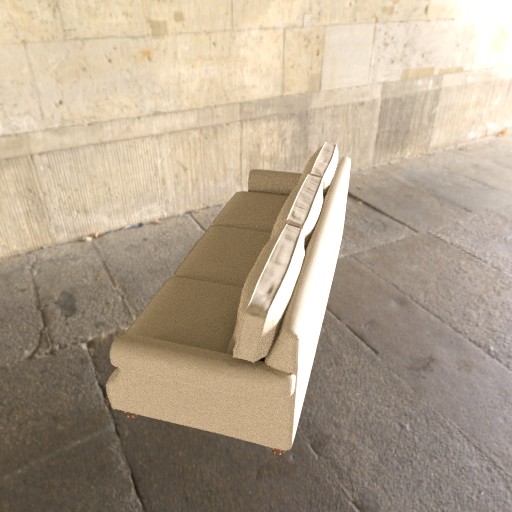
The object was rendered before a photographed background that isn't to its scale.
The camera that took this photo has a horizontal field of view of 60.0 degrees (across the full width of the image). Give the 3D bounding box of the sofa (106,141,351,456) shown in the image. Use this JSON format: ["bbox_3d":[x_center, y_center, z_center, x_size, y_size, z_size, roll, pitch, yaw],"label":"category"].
[{"bbox_3d":[0.000,0.000,2.886,0.966,0.948,2.354,8,33,13],"label":"sofa"}]
